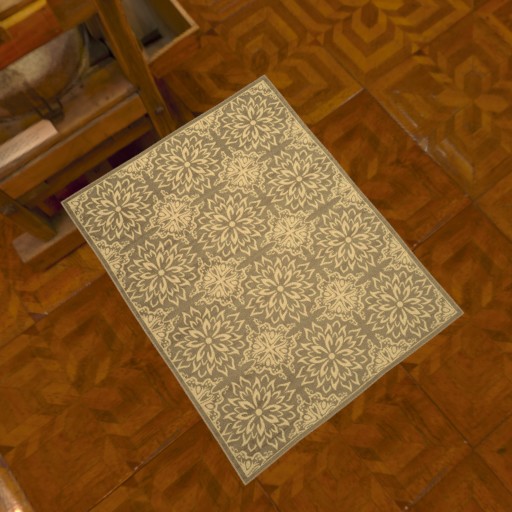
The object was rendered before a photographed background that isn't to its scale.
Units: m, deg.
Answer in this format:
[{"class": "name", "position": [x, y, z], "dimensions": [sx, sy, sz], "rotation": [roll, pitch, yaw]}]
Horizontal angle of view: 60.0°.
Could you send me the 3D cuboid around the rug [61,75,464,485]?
[{"class": "rug", "position": [0.000, 0.000, 4.021], "dimensions": [2.363, 0.012, 2.980], "rotation": [-35, 78, -8]}]
